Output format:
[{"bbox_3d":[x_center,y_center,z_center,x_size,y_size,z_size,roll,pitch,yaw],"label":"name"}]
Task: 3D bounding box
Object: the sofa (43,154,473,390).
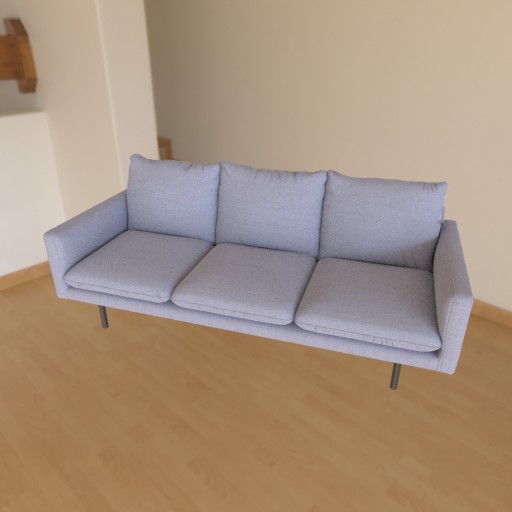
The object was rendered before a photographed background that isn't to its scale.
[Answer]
[{"bbox_3d":[0.000,0.000,2.354,2.000,0.830,0.850,8,28,16],"label":"sofa"}]
